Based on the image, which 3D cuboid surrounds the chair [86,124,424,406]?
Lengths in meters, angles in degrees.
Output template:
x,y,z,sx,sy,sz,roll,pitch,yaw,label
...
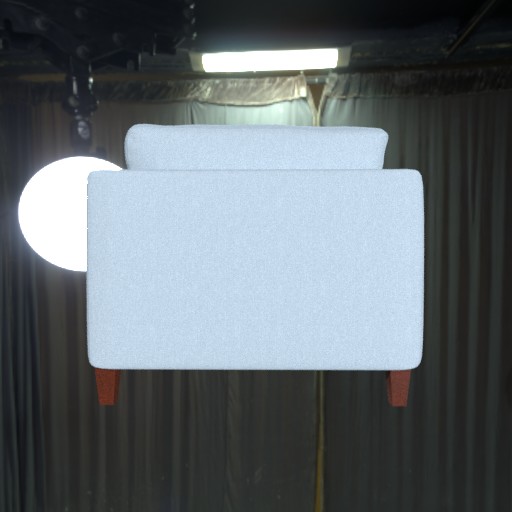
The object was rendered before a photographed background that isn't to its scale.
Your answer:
x,y,z,sx,sy,sz,roll,pitch,yaw,label
0.000,0.000,1.870,1.107,0.961,0.953,0,1,1,chair
